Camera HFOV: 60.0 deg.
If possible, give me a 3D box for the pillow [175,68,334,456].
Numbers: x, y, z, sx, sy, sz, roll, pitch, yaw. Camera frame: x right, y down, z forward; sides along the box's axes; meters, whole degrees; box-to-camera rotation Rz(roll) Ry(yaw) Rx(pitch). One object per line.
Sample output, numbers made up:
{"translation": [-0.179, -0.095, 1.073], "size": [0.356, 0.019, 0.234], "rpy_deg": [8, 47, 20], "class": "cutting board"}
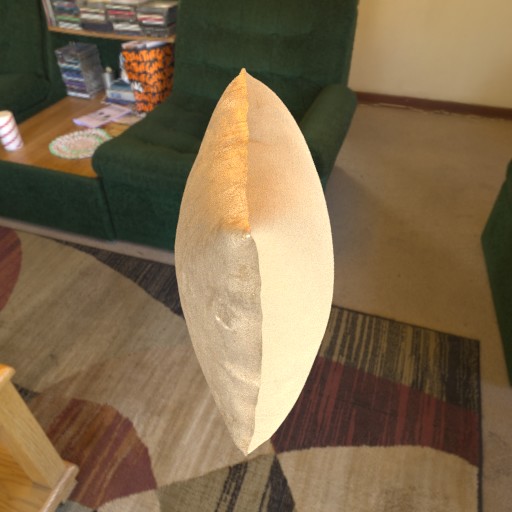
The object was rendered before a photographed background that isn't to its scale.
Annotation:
{"translation": [0.000, 0.000, 0.715], "size": [0.245, 0.448, 0.450], "rpy_deg": [0, 42, 0], "class": "pillow"}
